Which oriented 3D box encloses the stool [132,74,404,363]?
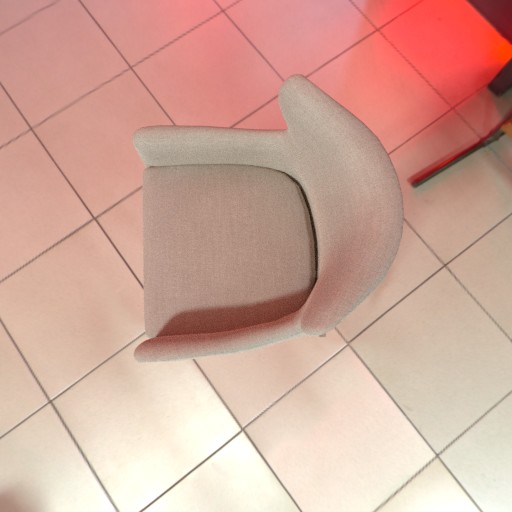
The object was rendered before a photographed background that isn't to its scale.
[{"bbox_3d":[0.000,0.000,1.391,0.637,0.987,0.615,-4,76,-1],"label":"stool"}]
